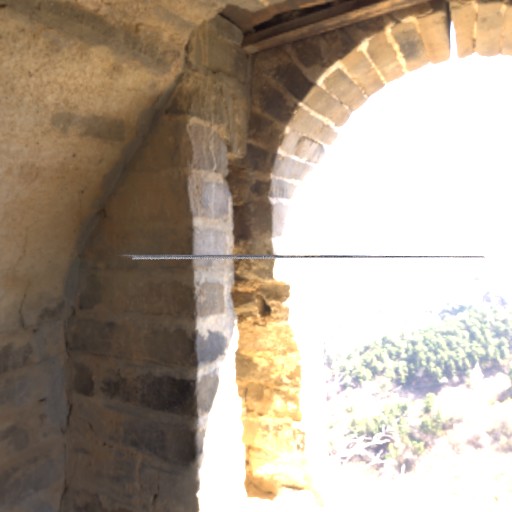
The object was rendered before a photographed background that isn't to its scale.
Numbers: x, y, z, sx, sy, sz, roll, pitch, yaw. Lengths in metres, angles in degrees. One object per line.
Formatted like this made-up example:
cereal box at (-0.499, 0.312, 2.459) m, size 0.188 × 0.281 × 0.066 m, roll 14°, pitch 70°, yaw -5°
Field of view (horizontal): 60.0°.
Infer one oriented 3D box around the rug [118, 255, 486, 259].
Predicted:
rug at (0.000, 0.000, 4.177) m, size 2.423 × 0.014 × 3.040 m, roll 0°, pitch 0°, yaw -19°
